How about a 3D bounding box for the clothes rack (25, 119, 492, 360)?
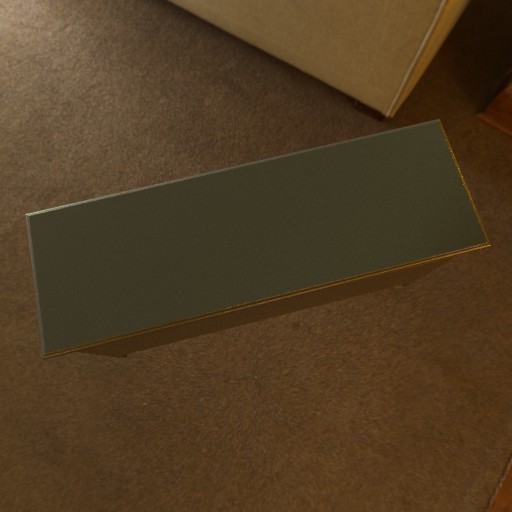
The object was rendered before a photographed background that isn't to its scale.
[{"bbox_3d":[0.000,0.000,1.473,1.219,0.556,0.406,-14,75,-4],"label":"clothes rack"}]
